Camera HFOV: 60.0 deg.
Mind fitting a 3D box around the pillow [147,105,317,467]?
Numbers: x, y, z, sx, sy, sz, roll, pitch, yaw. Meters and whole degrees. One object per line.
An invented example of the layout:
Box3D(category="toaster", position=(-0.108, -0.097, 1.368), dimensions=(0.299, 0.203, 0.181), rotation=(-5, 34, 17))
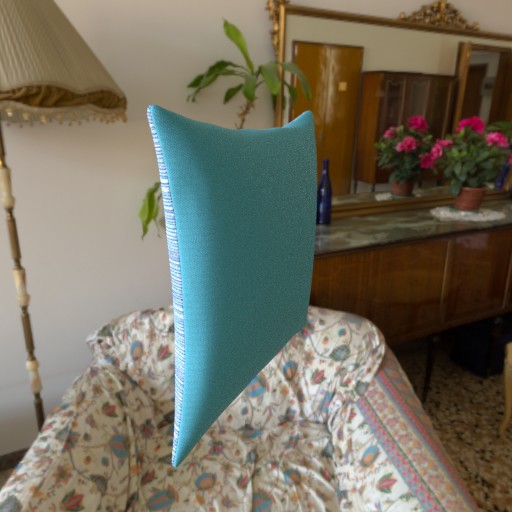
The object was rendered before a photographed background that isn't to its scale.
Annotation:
Box3D(category="pillow", position=(0.000, 0.000, 0.781), dimensions=(0.150, 0.497, 0.514), rotation=(8, 19, 26))
